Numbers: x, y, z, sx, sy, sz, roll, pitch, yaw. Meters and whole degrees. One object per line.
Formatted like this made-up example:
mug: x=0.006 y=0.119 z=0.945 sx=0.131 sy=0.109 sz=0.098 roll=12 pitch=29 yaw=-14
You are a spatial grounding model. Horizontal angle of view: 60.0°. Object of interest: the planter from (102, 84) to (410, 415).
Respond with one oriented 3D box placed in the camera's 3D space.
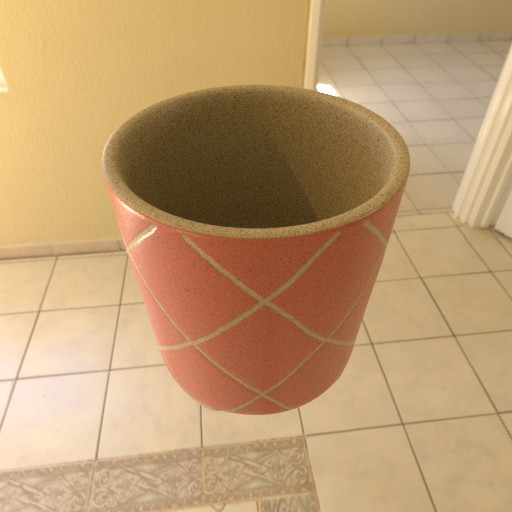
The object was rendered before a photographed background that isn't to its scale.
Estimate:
planter: x=0.000 y=0.000 z=0.414 sx=0.227 sy=0.235 sz=0.227 roll=0 pitch=42 yaw=0
